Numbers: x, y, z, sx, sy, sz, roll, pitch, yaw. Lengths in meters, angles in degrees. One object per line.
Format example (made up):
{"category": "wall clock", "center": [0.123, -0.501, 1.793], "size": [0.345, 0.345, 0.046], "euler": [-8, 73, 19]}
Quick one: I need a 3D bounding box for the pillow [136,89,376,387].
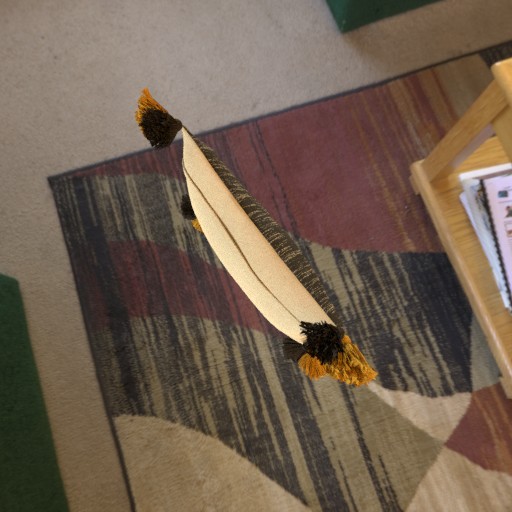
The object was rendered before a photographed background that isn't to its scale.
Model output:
{"category": "pillow", "center": [0.000, 0.000, 0.994], "size": [0.139, 0.659, 0.654], "euler": [-36, 79, -8]}
